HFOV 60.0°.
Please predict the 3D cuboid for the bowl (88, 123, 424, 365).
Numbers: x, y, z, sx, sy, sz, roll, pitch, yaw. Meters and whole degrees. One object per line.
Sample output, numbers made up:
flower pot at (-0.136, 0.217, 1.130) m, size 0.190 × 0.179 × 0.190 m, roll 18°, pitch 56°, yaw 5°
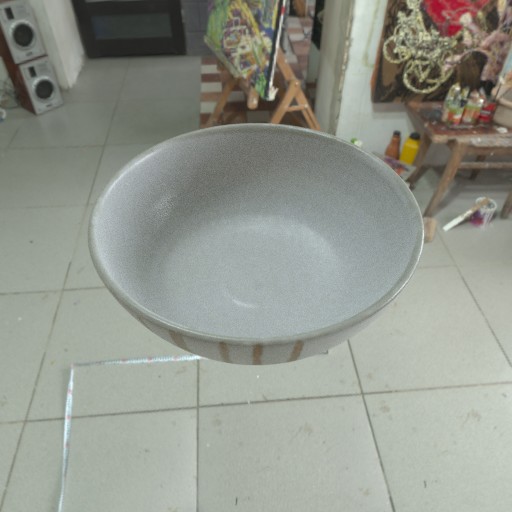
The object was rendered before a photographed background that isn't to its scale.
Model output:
bowl at (0.000, 0.000, 0.406) m, size 0.268 × 0.121 × 0.268 m, roll 0°, pitch 46°, yaw 0°
